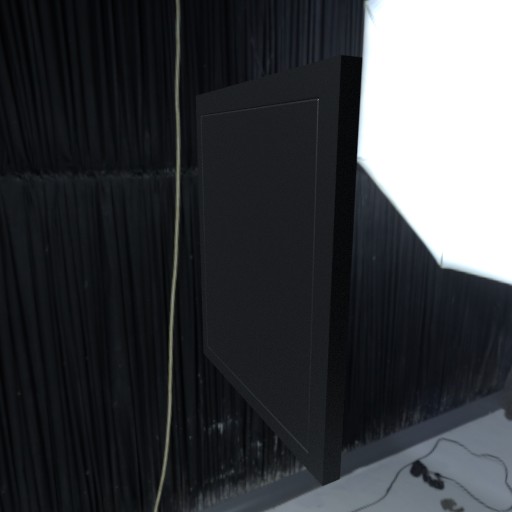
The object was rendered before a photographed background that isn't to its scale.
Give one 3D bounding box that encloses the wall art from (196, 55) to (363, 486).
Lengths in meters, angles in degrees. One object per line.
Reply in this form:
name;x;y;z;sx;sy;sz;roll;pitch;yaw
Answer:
wall art;0.000;0.000;0.757;0.031;0.558;0.461;-7;16;-27
